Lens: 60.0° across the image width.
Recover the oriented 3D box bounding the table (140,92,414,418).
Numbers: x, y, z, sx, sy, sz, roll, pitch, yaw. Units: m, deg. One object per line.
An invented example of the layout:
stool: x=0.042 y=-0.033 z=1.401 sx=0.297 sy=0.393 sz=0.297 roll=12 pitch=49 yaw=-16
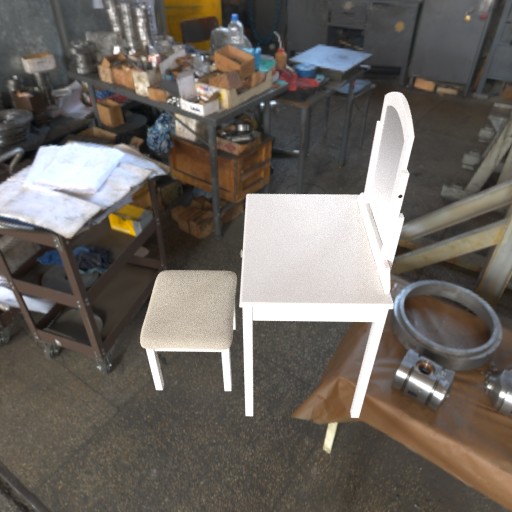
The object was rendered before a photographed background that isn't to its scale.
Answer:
table: x=0.000 y=0.000 z=2.256 sx=1.211 sy=1.631 sz=0.876 roll=1 pitch=40 yaw=1
